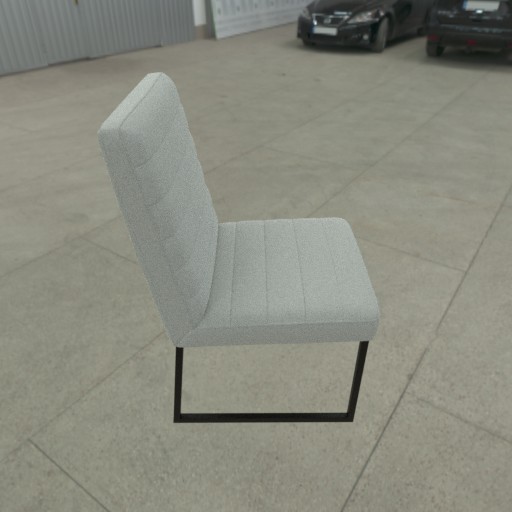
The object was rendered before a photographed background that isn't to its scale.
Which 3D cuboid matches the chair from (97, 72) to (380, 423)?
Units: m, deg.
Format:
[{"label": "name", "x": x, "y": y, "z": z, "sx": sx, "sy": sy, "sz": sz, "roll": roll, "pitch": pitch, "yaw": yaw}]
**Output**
[{"label": "chair", "x": 0.000, "y": 0.000, "z": 1.300, "sx": 0.634, "sy": 0.930, "sz": 0.520, "roll": 0, "pitch": 34, "yaw": 0}]
